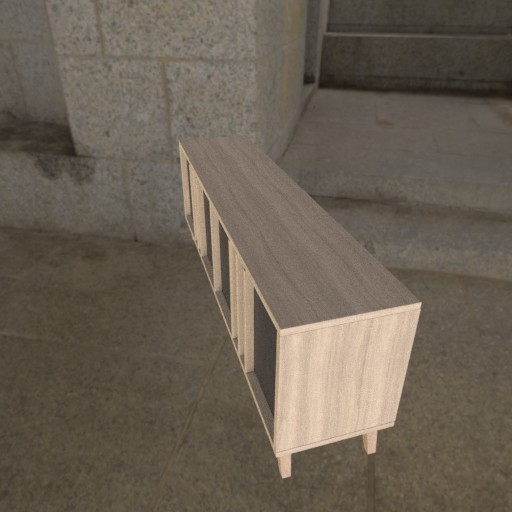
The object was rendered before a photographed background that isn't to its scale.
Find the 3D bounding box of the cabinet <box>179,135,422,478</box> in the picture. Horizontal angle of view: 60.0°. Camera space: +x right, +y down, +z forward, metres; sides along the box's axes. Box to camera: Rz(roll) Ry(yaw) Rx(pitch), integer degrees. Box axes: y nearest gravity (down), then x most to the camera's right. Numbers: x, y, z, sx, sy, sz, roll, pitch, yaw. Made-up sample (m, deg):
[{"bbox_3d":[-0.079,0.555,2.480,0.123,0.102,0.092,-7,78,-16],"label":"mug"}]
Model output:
[{"bbox_3d":[0.000,0.000,2.512,0.499,0.779,2.198,-8,31,-14],"label":"cabinet"}]
